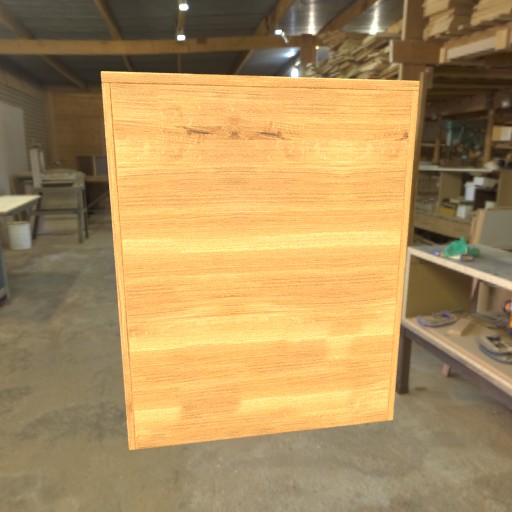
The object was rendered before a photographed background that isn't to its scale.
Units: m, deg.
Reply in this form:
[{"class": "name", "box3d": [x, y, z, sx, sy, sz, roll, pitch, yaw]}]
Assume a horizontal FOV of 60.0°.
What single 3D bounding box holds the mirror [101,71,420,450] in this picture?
[{"class": "mirror", "box3d": [0.000, 0.000, 1.396, 0.800, 1.000, 0.400, -2, 13, -10]}]
